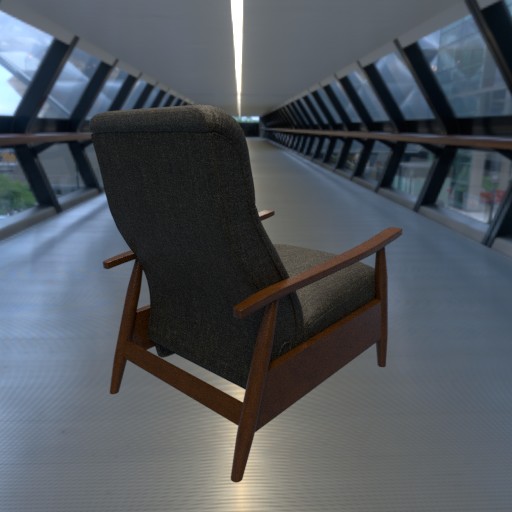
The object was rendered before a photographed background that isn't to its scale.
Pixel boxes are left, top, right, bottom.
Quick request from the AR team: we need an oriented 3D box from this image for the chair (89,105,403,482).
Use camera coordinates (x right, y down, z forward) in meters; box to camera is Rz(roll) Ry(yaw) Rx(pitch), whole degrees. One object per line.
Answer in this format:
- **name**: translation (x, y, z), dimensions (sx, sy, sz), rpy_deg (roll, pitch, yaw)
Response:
- **chair**: translation (0.000, 0.000, 1.770), dimensions (0.762, 1.082, 1.014), rpy_deg (13, 20, 41)
